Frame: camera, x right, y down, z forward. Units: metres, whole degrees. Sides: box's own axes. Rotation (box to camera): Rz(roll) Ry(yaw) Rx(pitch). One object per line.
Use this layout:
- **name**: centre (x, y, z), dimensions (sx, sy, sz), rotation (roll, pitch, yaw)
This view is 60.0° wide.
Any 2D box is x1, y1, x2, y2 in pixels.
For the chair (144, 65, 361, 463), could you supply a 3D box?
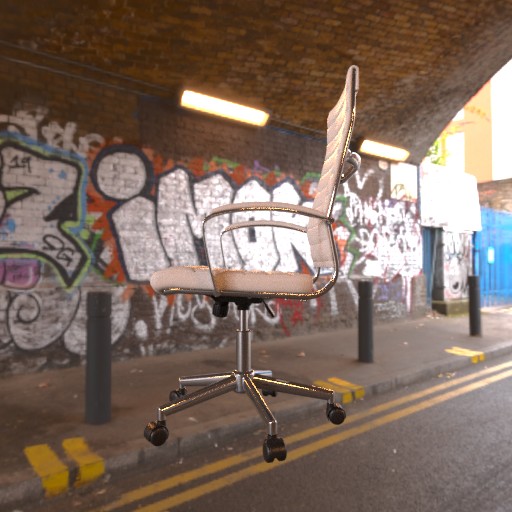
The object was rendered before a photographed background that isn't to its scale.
- **chair**: centre (0.000, 0.000, 1.544), dimensions (0.679, 1.149, 0.679), rotation (0, -1, 1)
